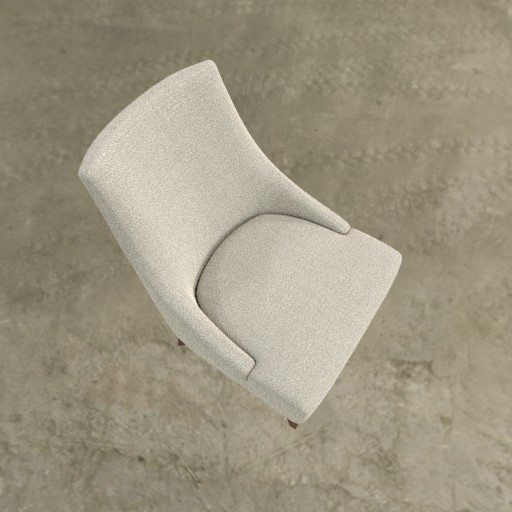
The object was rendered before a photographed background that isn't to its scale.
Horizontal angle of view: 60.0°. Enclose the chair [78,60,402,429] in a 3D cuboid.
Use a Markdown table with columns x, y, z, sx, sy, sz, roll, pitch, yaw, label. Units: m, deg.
| x | y | z | sx | sy | sz | roll | pitch | yaw | label |
| --- | --- | --- | --- | --- | --- | --- | --- | --- | --- |
| 0.000 | 0.000 | 1.507 | 0.861 | 0.909 | 0.701 | 31 | 64 | 17 | chair |
